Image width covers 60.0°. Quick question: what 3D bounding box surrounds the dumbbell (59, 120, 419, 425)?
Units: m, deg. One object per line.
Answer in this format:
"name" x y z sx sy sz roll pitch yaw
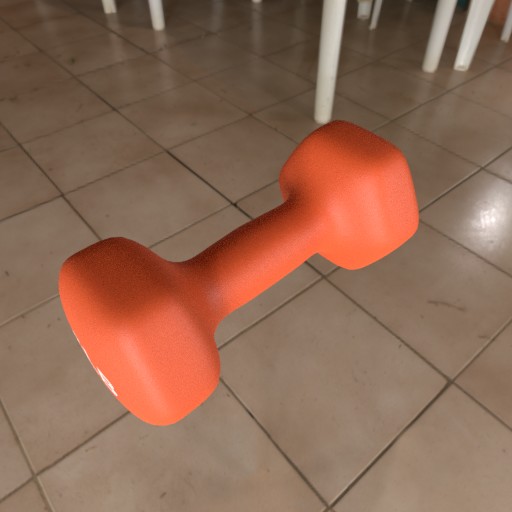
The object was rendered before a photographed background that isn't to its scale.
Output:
"dumbbell" 0.000 0.000 0.201 0.162 0.071 0.079 -32 54 -27
